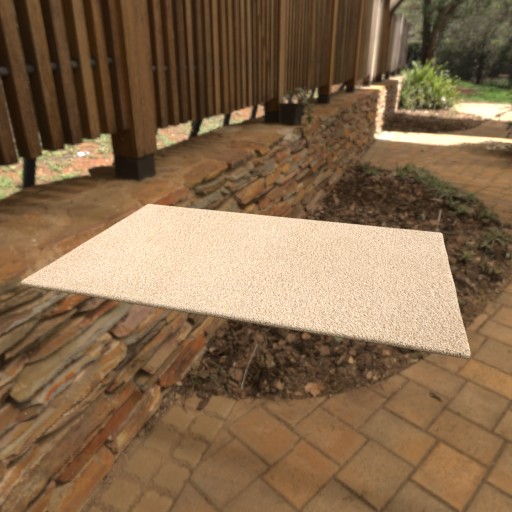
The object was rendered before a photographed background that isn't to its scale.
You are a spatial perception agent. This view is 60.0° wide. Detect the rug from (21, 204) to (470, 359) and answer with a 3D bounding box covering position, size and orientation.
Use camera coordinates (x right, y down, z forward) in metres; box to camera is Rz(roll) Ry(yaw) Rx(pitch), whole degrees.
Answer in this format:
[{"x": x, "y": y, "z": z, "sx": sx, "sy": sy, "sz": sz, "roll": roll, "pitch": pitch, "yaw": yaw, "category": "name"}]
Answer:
[{"x": 0.000, "y": 0.000, "z": 2.942, "sx": 2.438, "sy": 0.030, "sz": 1.524, "roll": 7, "pitch": 26, "yaw": 15, "category": "rug"}]
